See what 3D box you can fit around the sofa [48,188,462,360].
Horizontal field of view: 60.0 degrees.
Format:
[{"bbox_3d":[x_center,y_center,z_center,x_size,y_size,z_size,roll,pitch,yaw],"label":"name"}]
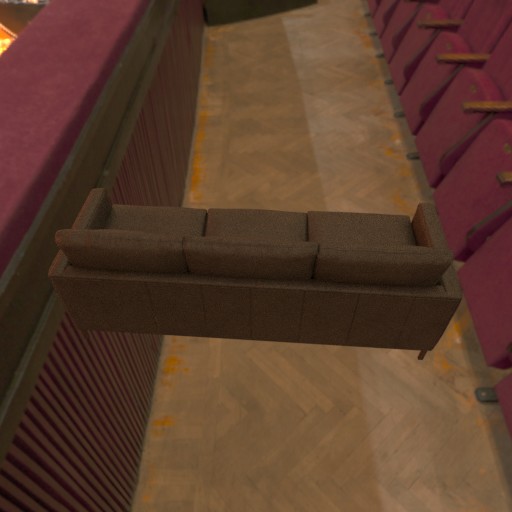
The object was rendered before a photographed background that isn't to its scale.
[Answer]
[{"bbox_3d":[0.000,0.000,2.494,2.029,0.805,0.748,3,46,3],"label":"sofa"}]
